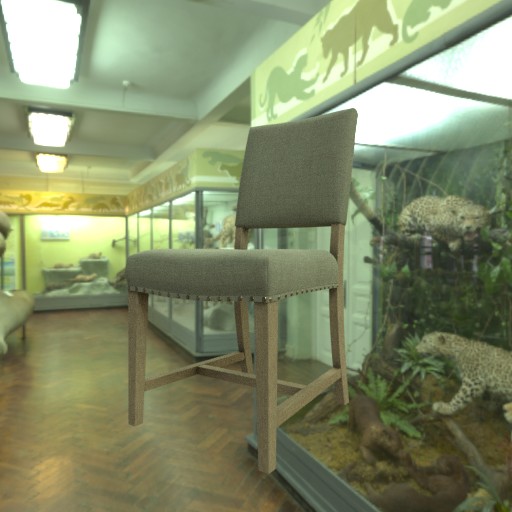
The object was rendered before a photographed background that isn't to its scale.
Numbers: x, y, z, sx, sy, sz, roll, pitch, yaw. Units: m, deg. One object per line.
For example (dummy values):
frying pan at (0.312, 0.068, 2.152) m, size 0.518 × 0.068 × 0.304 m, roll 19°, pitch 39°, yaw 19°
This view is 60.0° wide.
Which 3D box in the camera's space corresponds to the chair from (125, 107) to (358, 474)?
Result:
chair at (0.000, 0.000, 1.395) m, size 0.508 × 0.986 × 0.622 m, roll 1°, pitch 2°, yaw 35°
